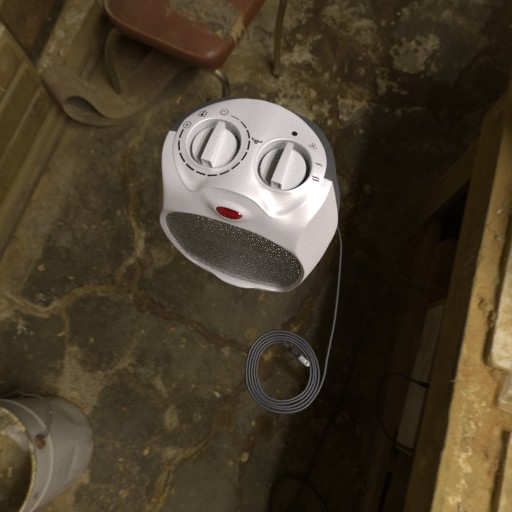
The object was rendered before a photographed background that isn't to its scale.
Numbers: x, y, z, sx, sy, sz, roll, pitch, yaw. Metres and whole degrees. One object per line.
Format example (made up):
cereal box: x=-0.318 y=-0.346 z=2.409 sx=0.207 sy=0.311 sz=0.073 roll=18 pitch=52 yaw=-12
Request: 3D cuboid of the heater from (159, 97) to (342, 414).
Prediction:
heater: x=0.000 y=0.000 z=0.466 sx=0.239 sy=0.240 sz=0.291 roll=19 pitch=74 yaw=5
